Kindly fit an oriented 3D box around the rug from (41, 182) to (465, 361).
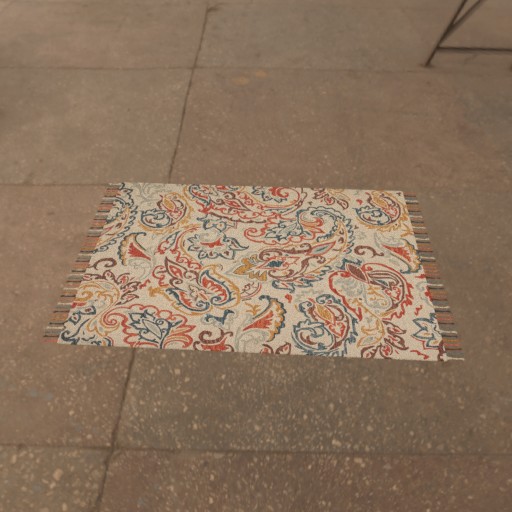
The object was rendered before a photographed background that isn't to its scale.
[{"bbox_3d":[0.000,0.000,2.476,1.997,0.010,1.218,2,48,2],"label":"rug"}]
